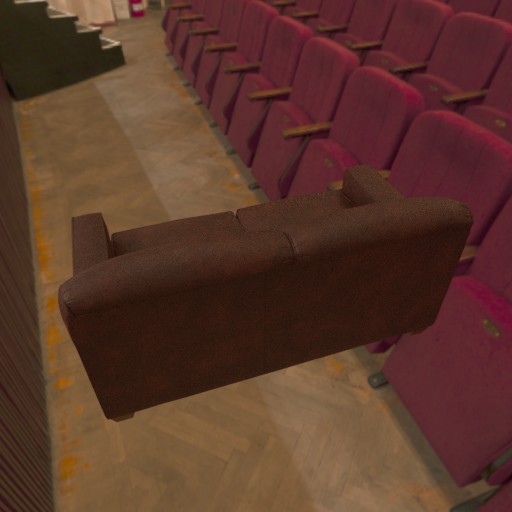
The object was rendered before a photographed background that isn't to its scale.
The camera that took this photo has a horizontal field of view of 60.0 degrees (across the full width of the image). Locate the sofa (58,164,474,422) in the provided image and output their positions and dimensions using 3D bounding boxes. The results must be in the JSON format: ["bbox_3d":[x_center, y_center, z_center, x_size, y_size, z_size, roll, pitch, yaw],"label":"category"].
[{"bbox_3d":[0.000,0.000,2.414,1.856,0.966,1.000,-12,42,-14],"label":"sofa"}]
